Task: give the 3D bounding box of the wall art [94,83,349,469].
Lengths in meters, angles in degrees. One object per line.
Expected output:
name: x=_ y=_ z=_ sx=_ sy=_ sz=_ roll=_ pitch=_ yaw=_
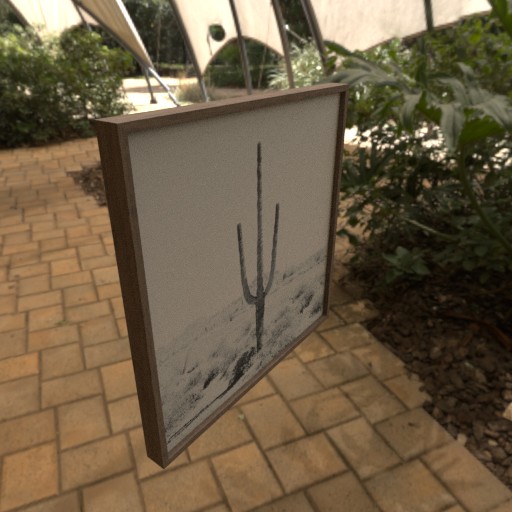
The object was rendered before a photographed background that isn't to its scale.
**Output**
wall art: x=0.000 y=0.000 z=0.747 sx=0.038 sy=0.508 sz=0.508 roll=19 pitch=32 yaw=33
